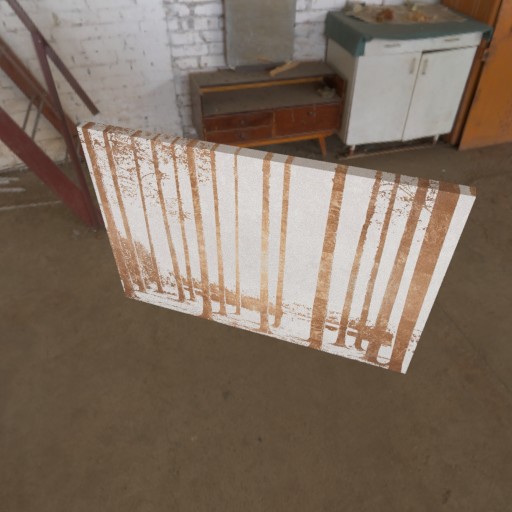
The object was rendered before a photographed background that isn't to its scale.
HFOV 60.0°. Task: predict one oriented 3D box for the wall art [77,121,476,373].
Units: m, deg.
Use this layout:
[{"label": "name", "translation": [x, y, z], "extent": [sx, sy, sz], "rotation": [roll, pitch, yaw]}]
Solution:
[{"label": "wall art", "translation": [0.000, 0.000, 1.186], "extent": [0.914, 0.609, 0.035], "rotation": [13, 44, 14]}]
